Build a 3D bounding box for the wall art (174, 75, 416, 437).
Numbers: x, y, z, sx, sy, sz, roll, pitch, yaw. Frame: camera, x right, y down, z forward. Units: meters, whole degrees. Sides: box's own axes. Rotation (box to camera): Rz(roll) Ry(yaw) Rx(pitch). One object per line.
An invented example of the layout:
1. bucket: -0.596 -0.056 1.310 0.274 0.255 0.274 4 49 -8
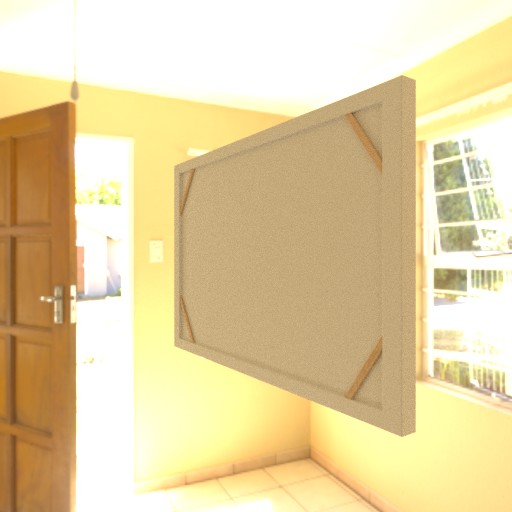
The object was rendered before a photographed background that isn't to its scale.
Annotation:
1. wall art: 0.000 0.000 1.131 0.038 0.609 0.914 0 0 -35
